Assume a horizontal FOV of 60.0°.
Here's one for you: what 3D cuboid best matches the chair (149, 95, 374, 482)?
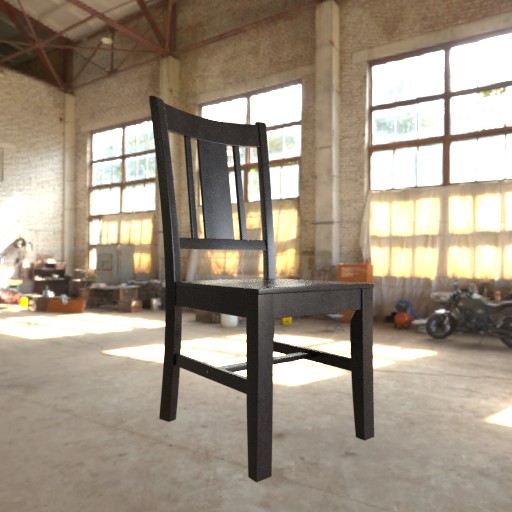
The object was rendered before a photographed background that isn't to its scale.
[{"bbox_3d":[0.000,0.000,1.311,0.450,0.998,0.555,0,-1,-38],"label":"chair"}]
